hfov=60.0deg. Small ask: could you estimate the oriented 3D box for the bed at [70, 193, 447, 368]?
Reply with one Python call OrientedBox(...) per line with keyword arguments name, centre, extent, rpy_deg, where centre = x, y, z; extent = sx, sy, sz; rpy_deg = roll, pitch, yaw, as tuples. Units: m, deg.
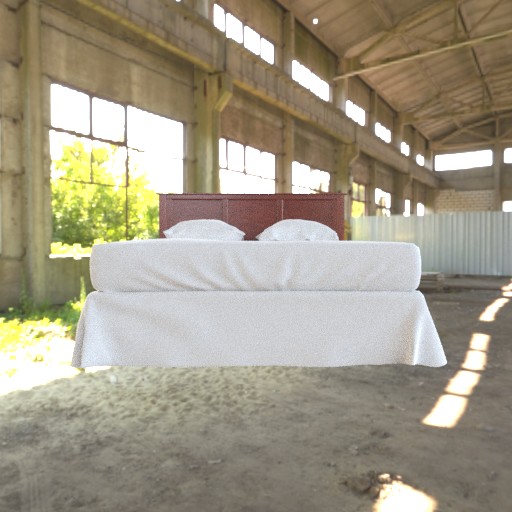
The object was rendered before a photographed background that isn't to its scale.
OrientedBox(name="bed", centre=(0.000, 0.000, 3.587), extent=(2.314, 1.271, 2.219), rpy_deg=(0, 1, -1))
